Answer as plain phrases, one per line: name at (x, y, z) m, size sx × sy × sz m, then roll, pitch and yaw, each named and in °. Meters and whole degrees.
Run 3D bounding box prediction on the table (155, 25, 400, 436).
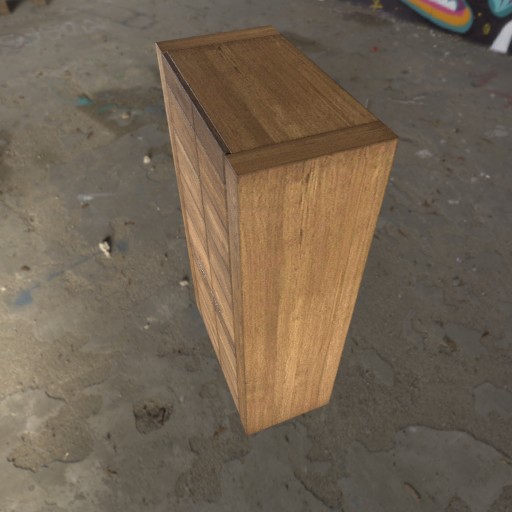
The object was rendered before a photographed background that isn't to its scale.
table at (0.000, 0.000, 2.484) m, size 0.600 × 2.000 × 1.100 m, roll -16°, pitch 49°, yaw -15°
